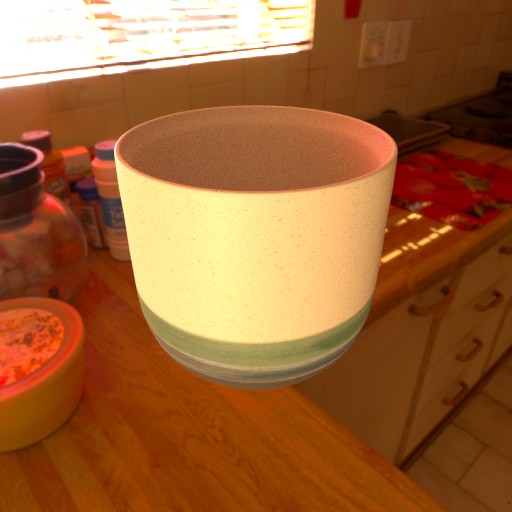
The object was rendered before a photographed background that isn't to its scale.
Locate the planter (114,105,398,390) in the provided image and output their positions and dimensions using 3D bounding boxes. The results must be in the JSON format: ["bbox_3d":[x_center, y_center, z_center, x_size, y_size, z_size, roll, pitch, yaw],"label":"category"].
[{"bbox_3d":[0.000,0.000,0.500,0.268,0.270,0.268,0,32,0],"label":"planter"}]
